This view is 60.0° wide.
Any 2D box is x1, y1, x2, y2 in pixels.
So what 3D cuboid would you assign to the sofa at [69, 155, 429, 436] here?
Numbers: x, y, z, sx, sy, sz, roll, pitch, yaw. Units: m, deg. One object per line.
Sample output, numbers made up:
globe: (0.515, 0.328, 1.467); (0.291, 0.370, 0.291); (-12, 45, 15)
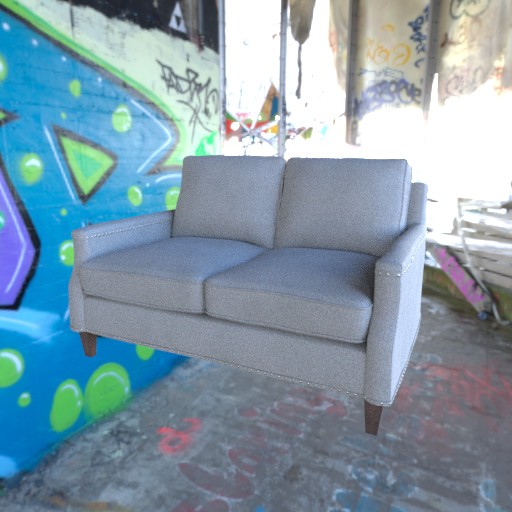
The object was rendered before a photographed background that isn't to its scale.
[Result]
sofa: (0.000, 0.000, 2.274); (1.597, 1.003, 1.084); (7, 15, 26)
